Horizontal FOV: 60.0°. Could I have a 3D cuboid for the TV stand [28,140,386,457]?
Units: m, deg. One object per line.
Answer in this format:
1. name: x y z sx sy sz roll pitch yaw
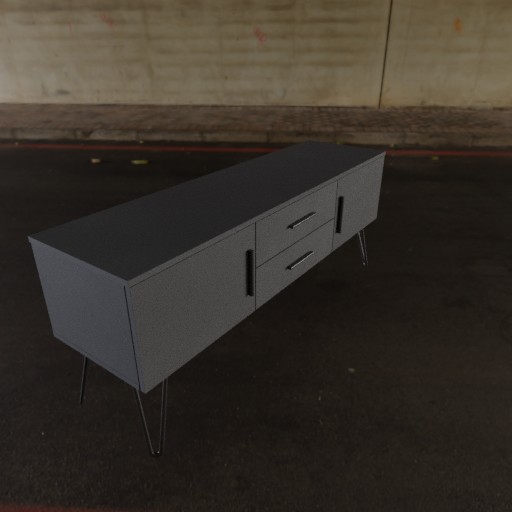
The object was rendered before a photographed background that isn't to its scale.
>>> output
1. TV stand: 0.000 0.000 1.642 0.400 0.560 1.400 18 32 32
